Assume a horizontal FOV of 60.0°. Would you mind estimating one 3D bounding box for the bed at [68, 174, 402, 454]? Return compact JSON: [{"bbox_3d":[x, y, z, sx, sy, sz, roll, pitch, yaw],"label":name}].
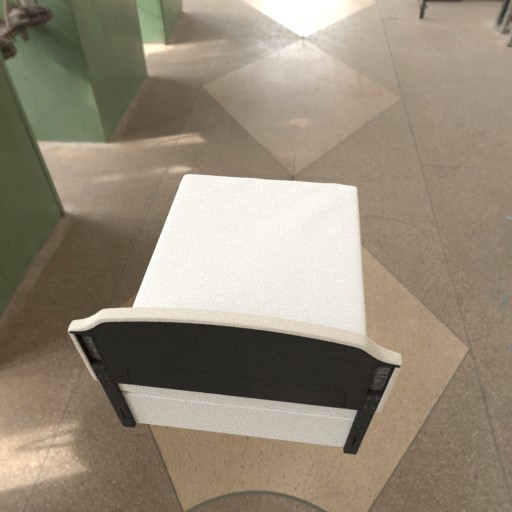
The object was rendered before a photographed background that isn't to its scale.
[{"bbox_3d":[0.000,0.000,2.985,1.558,1.270,1.999,5,47,5],"label":"bed"}]
